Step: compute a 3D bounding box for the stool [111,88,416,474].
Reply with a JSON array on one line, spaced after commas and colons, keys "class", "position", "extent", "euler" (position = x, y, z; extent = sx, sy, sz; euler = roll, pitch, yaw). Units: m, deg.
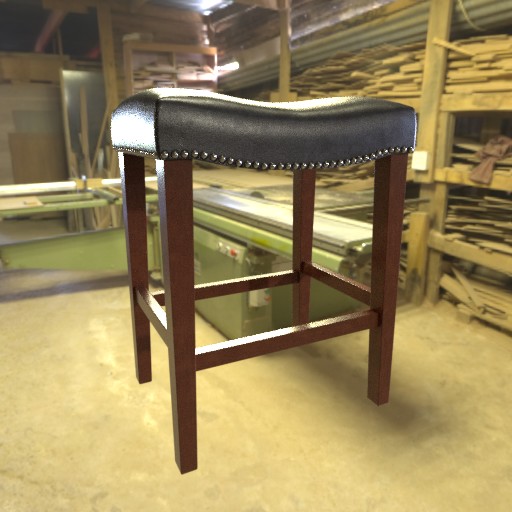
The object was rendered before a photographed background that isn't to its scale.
[{"class": "stool", "position": [0.000, 0.000, 0.952], "extent": [0.504, 0.654, 0.372], "euler": [-8, 17, -26]}]
